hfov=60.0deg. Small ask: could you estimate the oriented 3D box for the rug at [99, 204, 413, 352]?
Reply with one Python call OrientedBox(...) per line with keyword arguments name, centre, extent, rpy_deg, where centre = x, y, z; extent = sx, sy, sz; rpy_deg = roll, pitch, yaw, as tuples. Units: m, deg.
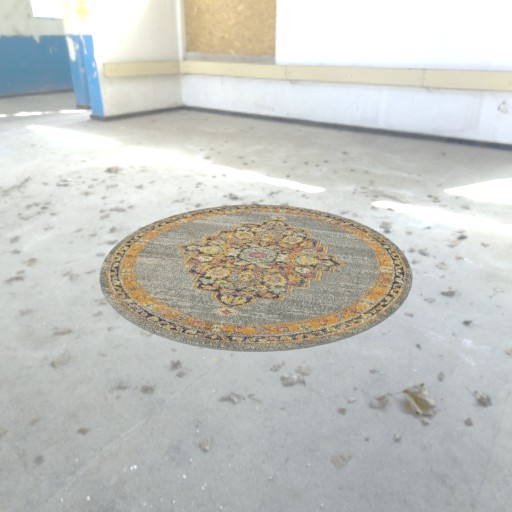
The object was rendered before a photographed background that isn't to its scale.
OrientedBox(name="rug", centre=(0.000, 0.000, 3.534), extent=(2.382, 0.014, 2.382), rpy_deg=(0, 26, 0))
